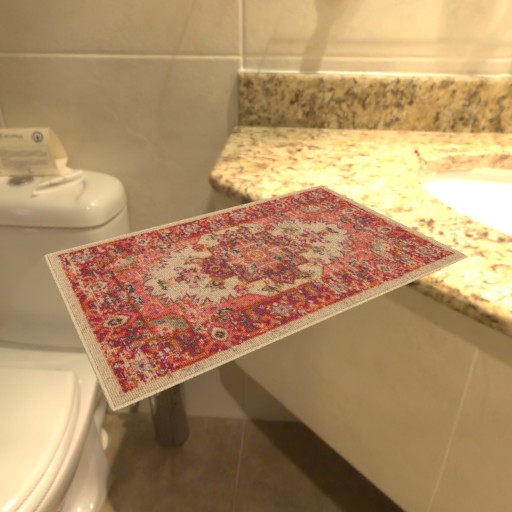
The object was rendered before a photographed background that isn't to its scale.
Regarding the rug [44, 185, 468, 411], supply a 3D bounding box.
[{"bbox_3d":[0.000,0.000,1.073,0.868,0.004,0.556,-18,35,-27],"label":"rug"}]
